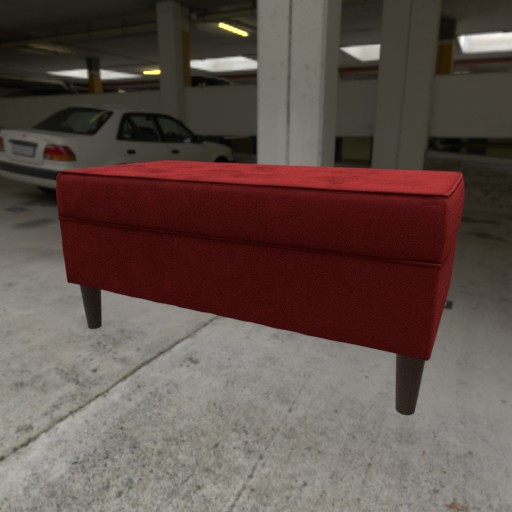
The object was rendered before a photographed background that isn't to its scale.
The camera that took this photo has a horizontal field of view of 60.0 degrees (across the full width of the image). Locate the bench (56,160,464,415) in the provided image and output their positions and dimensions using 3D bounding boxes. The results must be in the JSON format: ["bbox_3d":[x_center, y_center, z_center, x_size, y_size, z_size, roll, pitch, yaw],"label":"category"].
[{"bbox_3d":[0.000,0.000,1.248,1.016,0.471,0.492,8,18,26],"label":"bench"}]
